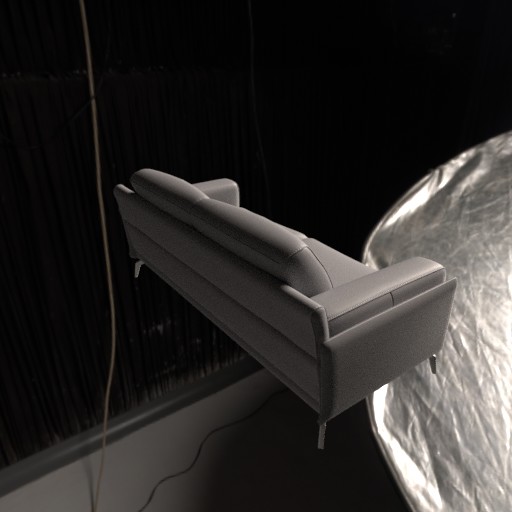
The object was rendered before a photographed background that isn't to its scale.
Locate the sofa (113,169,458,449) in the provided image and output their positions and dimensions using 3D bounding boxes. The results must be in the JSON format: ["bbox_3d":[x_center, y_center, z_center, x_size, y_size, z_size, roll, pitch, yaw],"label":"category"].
[{"bbox_3d":[0.000,0.000,2.723,0.969,0.900,2.100,-18,31,-33],"label":"sofa"}]
